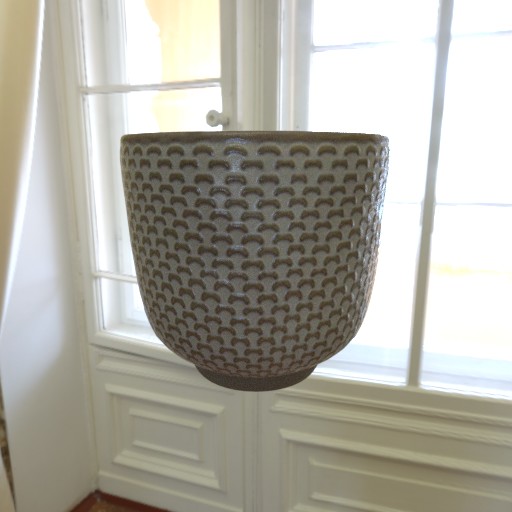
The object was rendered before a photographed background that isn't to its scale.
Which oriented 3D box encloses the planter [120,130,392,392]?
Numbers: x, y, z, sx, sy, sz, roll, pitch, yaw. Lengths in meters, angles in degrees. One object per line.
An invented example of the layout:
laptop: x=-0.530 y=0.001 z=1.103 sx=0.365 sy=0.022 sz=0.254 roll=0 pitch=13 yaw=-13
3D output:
planter: x=0.000 y=0.000 z=0.248 sx=0.139 sy=0.130 sz=0.139 roll=0 pitch=13 yaw=0
